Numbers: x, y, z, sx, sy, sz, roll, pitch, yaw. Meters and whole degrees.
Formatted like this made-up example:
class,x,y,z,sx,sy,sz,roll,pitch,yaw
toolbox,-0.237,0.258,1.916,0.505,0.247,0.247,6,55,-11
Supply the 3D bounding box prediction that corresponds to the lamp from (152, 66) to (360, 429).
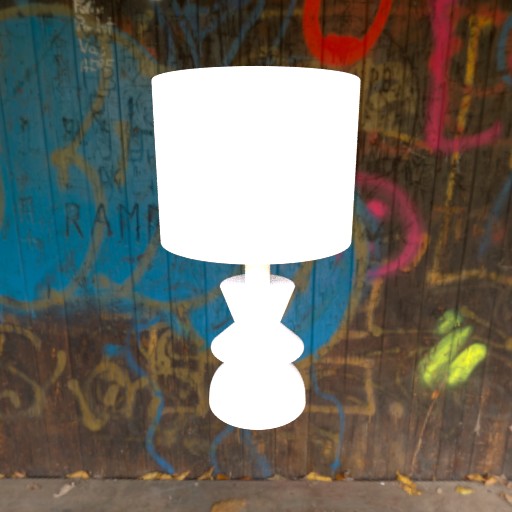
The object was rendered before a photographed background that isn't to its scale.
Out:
class,x,y,z,sx,sy,sz,roll,pitch,yaw
lamp,0.000,0.000,0.725,0.301,0.533,0.301,-8,17,-27
